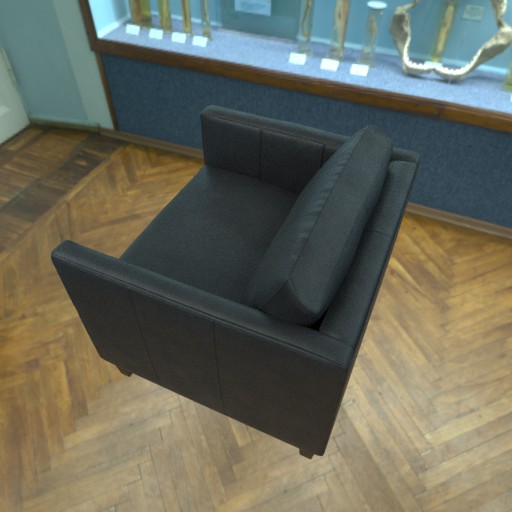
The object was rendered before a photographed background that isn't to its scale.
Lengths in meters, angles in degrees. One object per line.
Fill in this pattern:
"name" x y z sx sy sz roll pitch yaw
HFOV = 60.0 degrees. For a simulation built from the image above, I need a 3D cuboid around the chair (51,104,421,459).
"chair" 0.000 0.000 1.565 0.862 0.811 0.939 18 49 17
